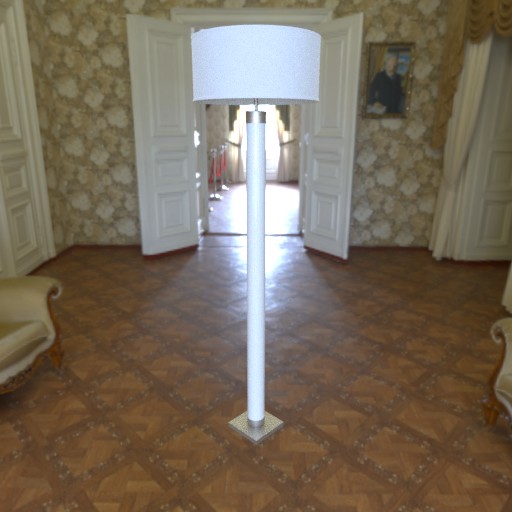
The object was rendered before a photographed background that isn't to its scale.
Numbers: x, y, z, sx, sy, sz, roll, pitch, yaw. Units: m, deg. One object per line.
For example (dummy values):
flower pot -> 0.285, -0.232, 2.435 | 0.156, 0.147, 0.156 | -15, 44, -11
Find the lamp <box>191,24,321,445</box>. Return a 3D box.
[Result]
lamp -> 0.000, 0.000, 1.634 | 0.420, 1.475, 0.420 | 15, 22, 42
